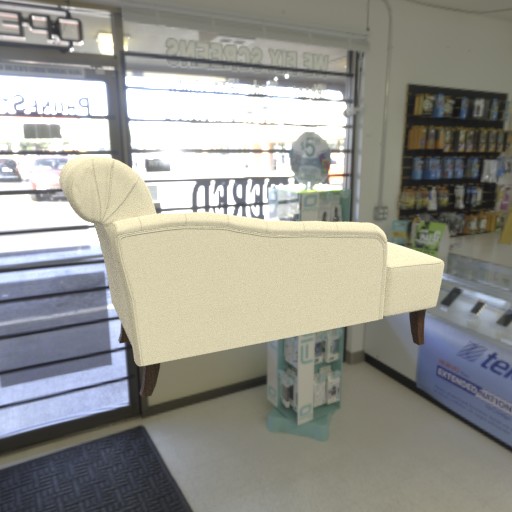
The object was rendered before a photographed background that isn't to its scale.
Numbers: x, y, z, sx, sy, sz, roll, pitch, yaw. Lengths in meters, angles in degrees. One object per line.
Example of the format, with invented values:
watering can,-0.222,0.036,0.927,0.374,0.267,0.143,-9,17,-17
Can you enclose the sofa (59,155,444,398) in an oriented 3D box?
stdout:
sofa,0.000,0.000,1.780,1.379,0.787,0.675,-6,14,-24
